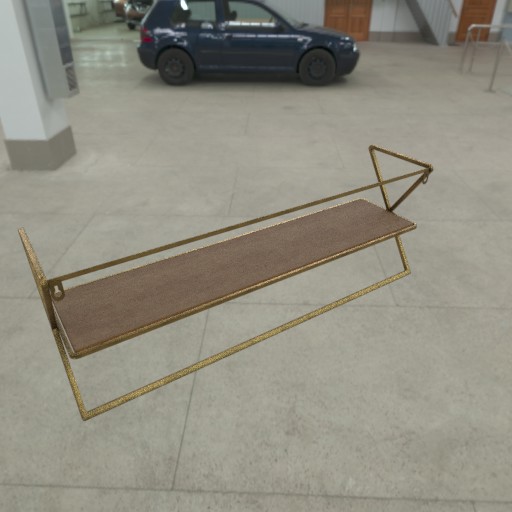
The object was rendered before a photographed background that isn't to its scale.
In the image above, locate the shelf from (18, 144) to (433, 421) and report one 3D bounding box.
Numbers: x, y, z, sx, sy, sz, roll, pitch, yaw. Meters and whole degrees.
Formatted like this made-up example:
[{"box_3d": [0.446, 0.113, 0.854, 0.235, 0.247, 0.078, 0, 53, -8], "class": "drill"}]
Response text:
[{"box_3d": [0.000, 0.000, 0.733, 0.645, 0.229, 0.150, -19, 36, -28], "class": "shelf"}]
